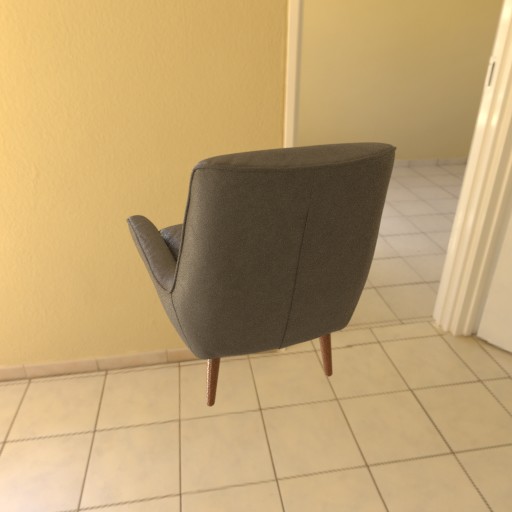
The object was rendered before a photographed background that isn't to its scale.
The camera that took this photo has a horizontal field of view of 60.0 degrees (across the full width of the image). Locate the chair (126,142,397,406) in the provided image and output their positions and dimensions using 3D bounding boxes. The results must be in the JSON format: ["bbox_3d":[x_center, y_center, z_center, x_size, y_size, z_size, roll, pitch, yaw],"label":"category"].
[{"bbox_3d":[0.000,0.000,1.501,0.787,0.888,0.822,-9,29,-17],"label":"chair"}]
